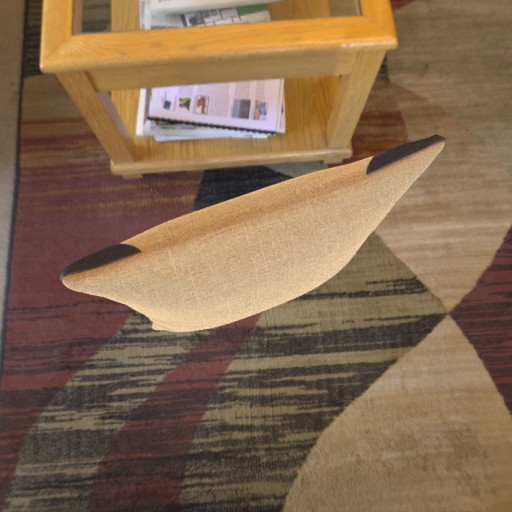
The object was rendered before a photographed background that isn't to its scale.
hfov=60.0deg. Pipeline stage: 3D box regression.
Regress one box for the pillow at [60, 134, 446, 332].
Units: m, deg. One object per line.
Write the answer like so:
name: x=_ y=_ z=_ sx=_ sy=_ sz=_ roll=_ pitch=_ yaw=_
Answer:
pillow: x=0.000 y=0.000 z=0.674 sx=0.440 sy=0.441 sz=0.147 roll=-22 pitch=76 yaw=-6
